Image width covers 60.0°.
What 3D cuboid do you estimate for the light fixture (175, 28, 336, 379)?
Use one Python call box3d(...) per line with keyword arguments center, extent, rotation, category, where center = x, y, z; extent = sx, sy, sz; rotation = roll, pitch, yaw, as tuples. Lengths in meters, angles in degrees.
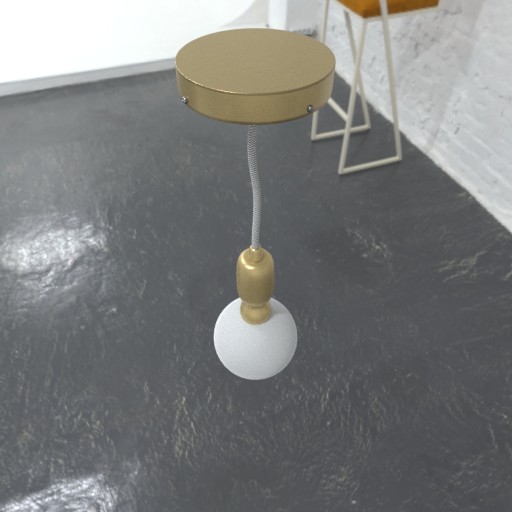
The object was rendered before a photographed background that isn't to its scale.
box3d(center=(0.000, 0.000, 0.579), extent=(0.147, 0.510, 0.146), rotation=(-31, 53, -27), category="light fixture")
